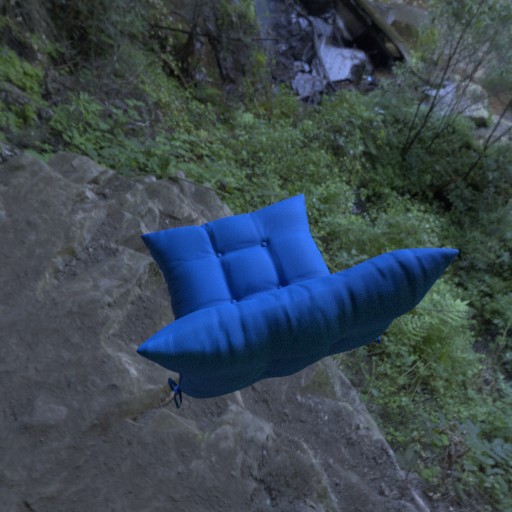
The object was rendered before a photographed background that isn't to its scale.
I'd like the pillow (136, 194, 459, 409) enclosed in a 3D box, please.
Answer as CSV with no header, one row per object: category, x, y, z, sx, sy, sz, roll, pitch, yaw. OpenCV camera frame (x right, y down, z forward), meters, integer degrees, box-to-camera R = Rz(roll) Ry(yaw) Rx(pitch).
pillow,0.000,0.000,0.986,0.541,0.536,0.585,-16,60,-9
